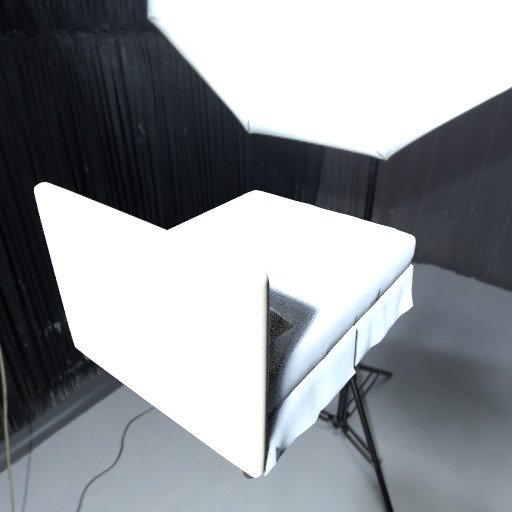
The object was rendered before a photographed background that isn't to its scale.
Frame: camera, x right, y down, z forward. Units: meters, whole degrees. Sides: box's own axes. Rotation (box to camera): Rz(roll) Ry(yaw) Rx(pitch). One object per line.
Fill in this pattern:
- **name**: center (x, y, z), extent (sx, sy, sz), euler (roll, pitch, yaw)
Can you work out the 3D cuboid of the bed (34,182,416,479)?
- **bed**: center (0.000, 0.000, 3.183), extent (1.748, 1.330, 2.142), euler (21, 36, 32)
